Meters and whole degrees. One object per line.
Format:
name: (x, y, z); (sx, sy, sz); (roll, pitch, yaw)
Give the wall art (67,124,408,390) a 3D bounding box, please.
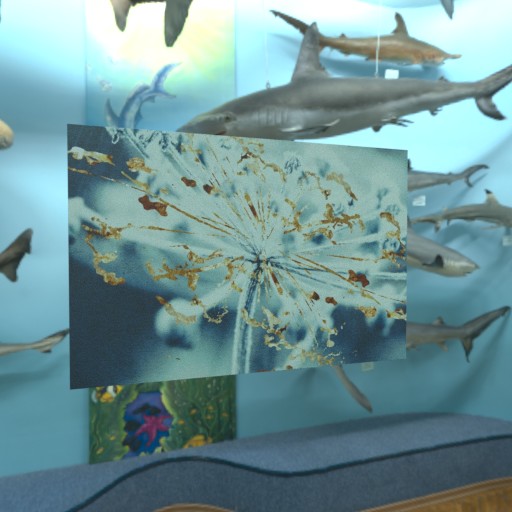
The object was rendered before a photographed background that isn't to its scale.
wall art: (0.000, 0.000, 1.170); (0.912, 0.608, 0.038); (0, 2, -18)
